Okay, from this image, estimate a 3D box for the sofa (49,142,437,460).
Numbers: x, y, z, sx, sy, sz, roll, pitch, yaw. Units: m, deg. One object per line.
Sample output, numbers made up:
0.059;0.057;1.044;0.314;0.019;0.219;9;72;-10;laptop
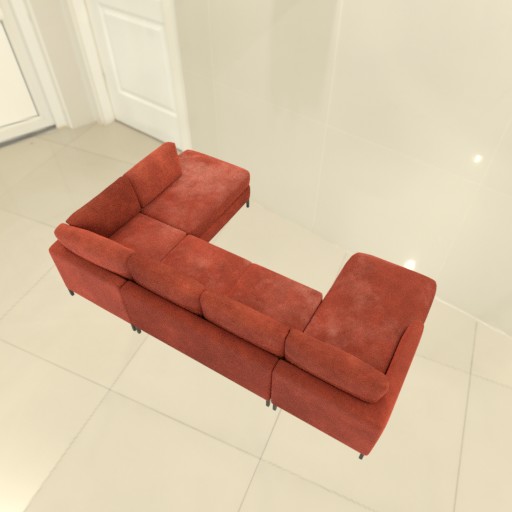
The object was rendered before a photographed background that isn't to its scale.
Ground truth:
0.000;0.000;3.879;2.971;0.858;1.981;24;52;20;sofa
